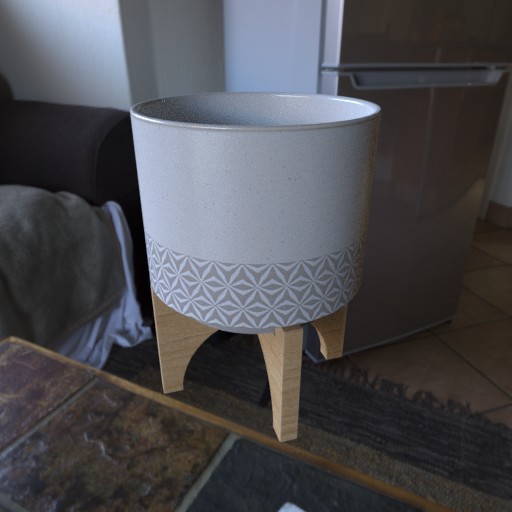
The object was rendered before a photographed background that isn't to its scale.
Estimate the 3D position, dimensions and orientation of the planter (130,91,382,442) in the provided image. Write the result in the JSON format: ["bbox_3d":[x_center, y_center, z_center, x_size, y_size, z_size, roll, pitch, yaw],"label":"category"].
[{"bbox_3d":[0.000,0.000,0.526,0.249,0.343,0.249,0,26,0],"label":"planter"}]
